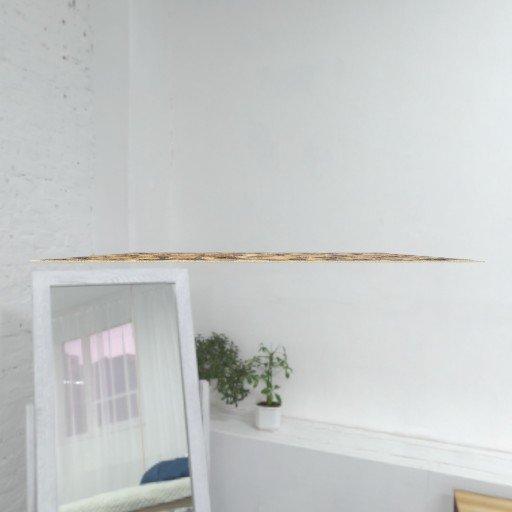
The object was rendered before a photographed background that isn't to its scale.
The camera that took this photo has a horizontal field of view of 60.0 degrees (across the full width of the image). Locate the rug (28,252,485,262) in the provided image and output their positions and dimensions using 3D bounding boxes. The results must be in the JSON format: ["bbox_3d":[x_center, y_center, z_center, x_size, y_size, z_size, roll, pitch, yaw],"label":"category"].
[{"bbox_3d":[0.000,0.000,4.047,2.977,0.008,2.380,0,2,0],"label":"rug"}]
